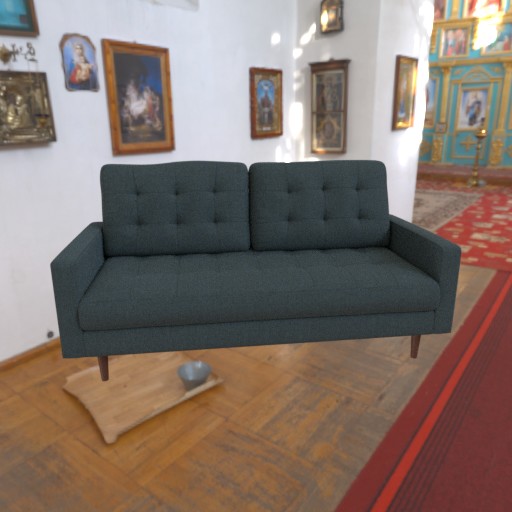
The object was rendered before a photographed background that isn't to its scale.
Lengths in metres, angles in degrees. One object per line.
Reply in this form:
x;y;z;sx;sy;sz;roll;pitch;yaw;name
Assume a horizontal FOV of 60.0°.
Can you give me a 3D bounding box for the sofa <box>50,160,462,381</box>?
0.000;0.000;2.584;2.010;1.050;0.966;-2;17;-8;sofa
